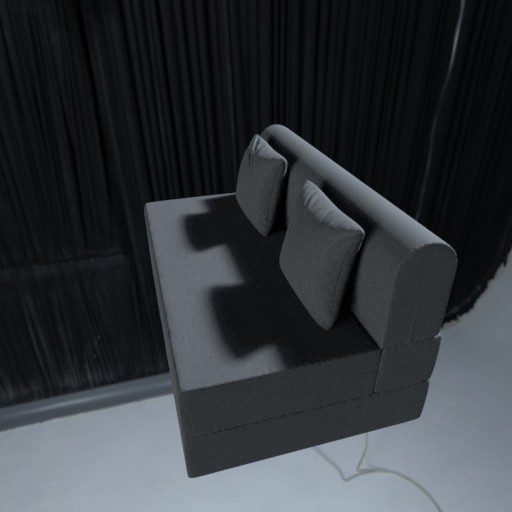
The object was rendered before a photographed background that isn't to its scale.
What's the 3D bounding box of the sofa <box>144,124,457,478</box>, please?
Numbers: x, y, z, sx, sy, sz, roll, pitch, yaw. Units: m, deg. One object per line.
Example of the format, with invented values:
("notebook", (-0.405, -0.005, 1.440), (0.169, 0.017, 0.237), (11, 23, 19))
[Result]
("sofa", (0.000, 0.000, 1.687), (0.762, 0.670, 1.225), (-8, 31, -14))
